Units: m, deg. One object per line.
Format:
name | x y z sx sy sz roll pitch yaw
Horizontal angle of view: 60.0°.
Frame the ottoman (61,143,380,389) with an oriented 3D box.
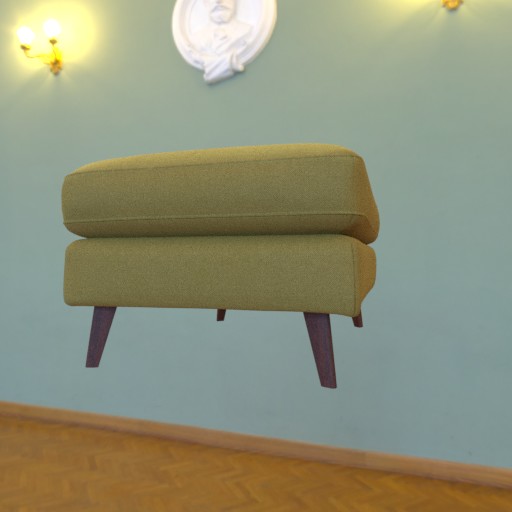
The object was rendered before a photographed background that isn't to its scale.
ottoman | 0.000 0.000 1.158 0.608 0.449 0.811 0 0 17
